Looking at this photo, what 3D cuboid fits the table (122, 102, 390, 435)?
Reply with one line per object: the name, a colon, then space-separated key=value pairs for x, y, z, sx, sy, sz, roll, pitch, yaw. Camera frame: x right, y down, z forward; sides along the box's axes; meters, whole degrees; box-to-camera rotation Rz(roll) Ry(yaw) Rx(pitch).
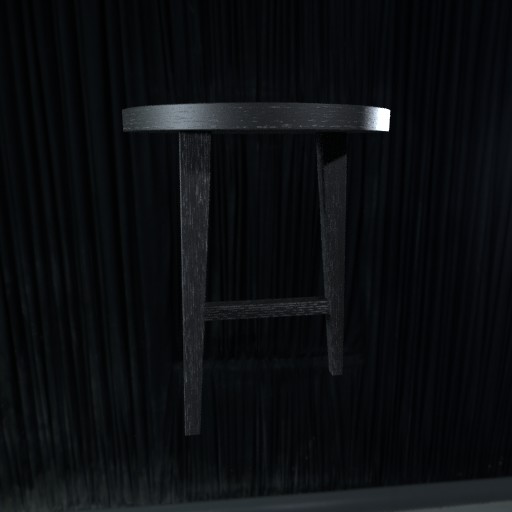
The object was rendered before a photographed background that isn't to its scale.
table: x=0.000 y=0.000 z=0.746 sx=0.399 sy=0.460 sz=0.399 roll=0 pitch=15 yaw=0
